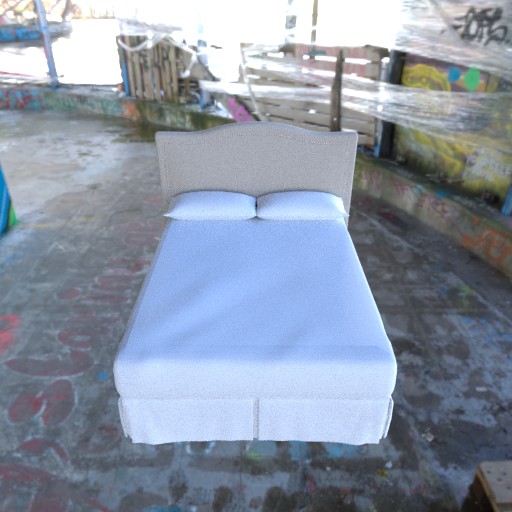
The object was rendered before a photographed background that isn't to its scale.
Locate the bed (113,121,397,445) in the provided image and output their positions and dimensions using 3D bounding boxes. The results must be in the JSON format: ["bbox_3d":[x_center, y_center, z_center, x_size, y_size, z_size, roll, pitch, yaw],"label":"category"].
[{"bbox_3d":[0.000,0.000,3.148,1.678,1.398,2.052,0,31,0],"label":"bed"}]
